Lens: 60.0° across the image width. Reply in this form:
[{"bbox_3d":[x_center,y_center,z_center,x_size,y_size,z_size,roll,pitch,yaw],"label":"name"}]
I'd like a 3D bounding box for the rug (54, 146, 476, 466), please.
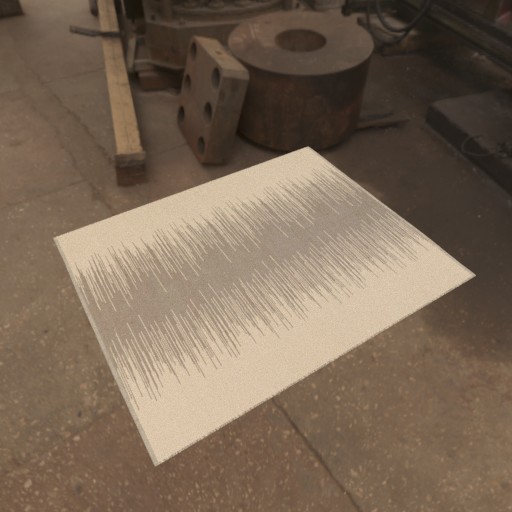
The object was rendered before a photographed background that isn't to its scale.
[{"bbox_3d":[0.000,0.000,4.053,3.037,0.010,2.453,-24,50,-22],"label":"rug"}]
